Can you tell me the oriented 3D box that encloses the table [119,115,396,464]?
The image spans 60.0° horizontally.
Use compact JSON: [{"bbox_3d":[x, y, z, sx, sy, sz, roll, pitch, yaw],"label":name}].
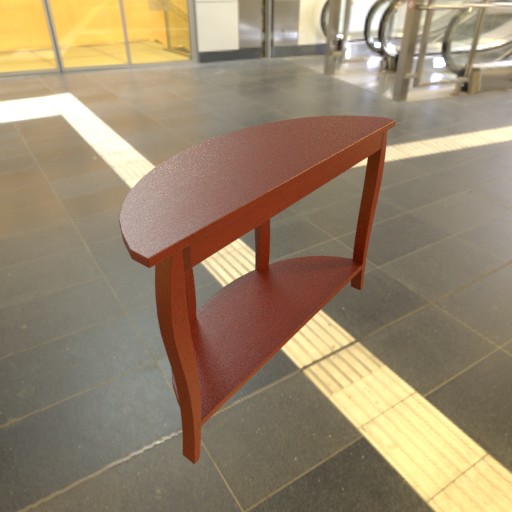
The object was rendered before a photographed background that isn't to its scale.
[{"bbox_3d":[0.000,0.000,1.609,0.405,0.779,1.219,23,40,31],"label":"table"}]
